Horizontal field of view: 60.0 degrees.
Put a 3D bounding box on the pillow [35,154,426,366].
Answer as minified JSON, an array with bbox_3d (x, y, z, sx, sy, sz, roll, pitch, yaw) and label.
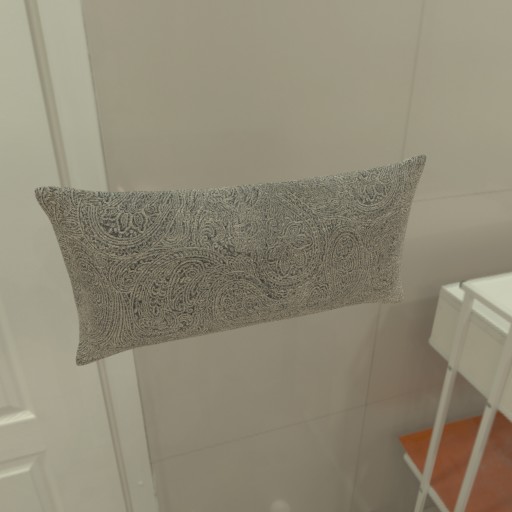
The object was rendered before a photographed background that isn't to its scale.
[{"bbox_3d":[0.000,0.000,0.734,0.615,0.295,0.151,-8,27,-17],"label":"pillow"}]
